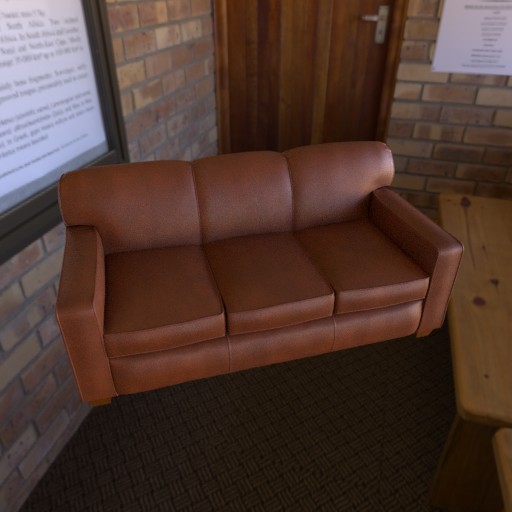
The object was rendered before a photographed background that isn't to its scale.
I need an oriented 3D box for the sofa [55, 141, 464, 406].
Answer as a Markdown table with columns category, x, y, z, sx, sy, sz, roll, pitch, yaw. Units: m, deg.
| category | x | y | z | sx | sy | sz | roll | pitch | yaw |
| --- | --- | --- | --- | --- | --- | --- | --- | --- | --- |
| sofa | 0.000 | 0.000 | 2.530 | 2.039 | 0.953 | 1.008 | -9 | 33 | -13 |
